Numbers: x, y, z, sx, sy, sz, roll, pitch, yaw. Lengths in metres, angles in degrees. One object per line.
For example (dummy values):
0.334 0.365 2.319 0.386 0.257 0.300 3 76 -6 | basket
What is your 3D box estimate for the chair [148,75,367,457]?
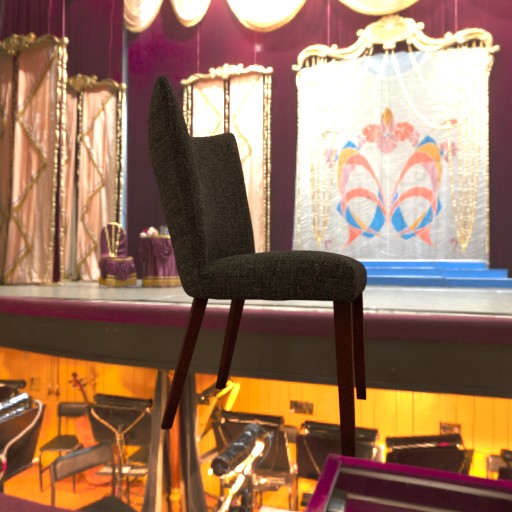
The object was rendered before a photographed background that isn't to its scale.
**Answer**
0.000 0.000 1.326 0.623 0.924 0.535 0 -1 17 | chair
